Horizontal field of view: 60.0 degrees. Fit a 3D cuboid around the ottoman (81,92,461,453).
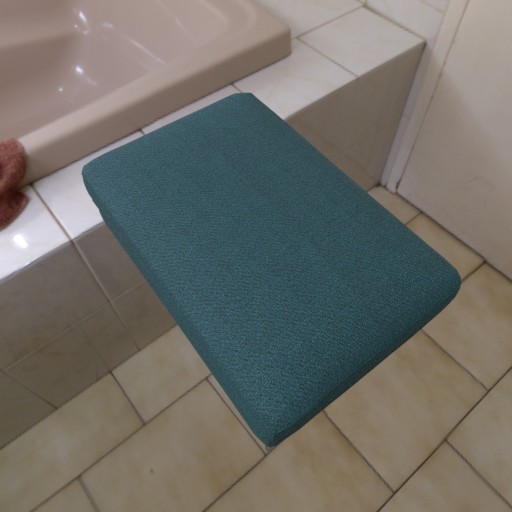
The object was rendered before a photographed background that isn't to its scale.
[{"bbox_3d":[0.000,0.000,1.216,0.563,0.498,0.856,-32,62,-19],"label":"ottoman"}]
